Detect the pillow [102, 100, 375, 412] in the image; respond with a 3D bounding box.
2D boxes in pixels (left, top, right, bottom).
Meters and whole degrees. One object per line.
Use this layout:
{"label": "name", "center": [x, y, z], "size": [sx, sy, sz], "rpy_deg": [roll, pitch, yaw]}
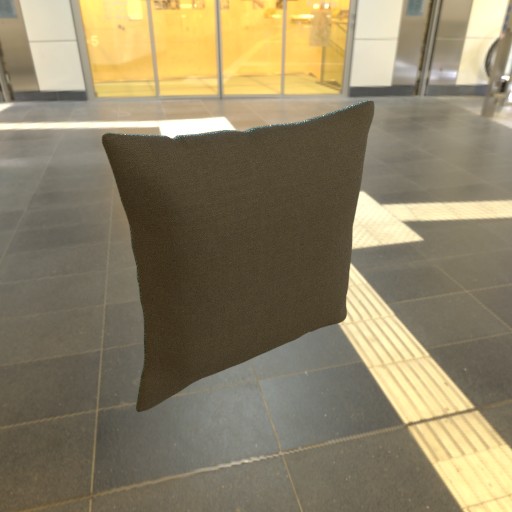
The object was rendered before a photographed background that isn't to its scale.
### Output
{"label": "pillow", "center": [0.000, 0.000, 0.680], "size": [0.436, 0.430, 0.138], "rpy_deg": [-18, 34, -29]}
